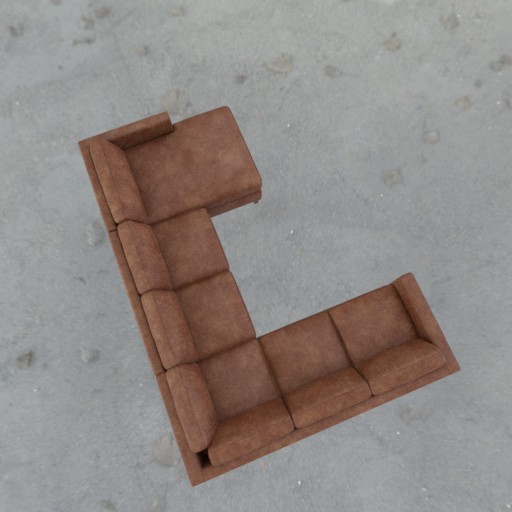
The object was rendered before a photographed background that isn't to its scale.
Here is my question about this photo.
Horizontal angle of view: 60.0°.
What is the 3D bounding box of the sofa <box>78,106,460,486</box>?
[{"bbox_3d":[0.000,0.000,4.343,2.452,0.888,3.324,-21,76,-6],"label":"sofa"}]
